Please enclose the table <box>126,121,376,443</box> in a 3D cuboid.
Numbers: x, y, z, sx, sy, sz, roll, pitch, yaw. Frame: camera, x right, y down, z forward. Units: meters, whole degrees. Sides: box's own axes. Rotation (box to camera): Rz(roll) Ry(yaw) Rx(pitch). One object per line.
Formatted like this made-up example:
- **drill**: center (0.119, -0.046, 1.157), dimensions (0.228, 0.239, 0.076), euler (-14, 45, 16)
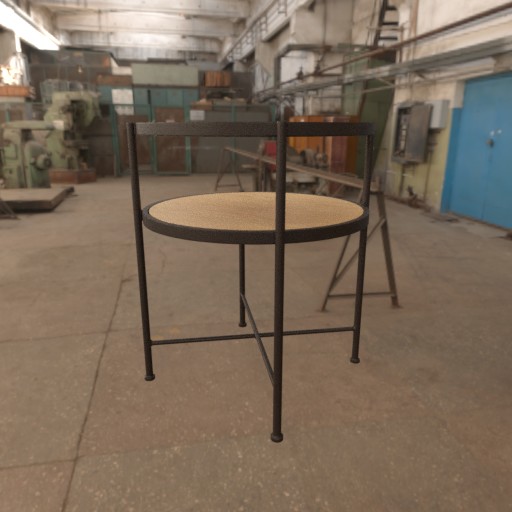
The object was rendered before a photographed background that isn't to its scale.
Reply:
- **table**: center (0.000, 0.000, 1.187), dimensions (0.629, 0.684, 0.628), euler (-3, 16, -9)
